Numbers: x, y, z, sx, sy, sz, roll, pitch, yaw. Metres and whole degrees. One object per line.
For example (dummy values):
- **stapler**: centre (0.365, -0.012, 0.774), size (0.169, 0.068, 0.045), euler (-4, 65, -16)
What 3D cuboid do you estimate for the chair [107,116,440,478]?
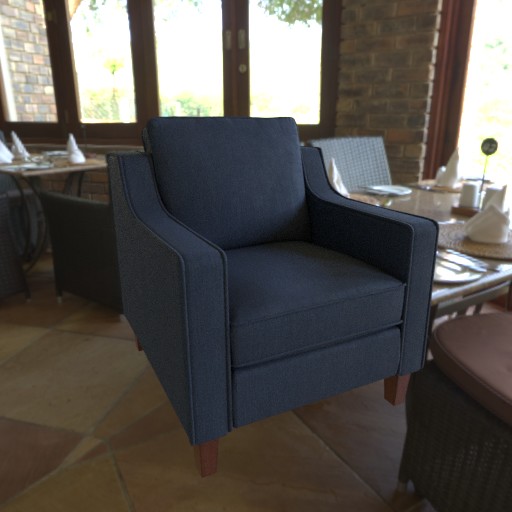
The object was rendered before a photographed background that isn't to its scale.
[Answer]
- **chair**: centre (0.000, 0.000, 1.597), size (0.831, 0.960, 0.909), euler (-9, 20, -26)
